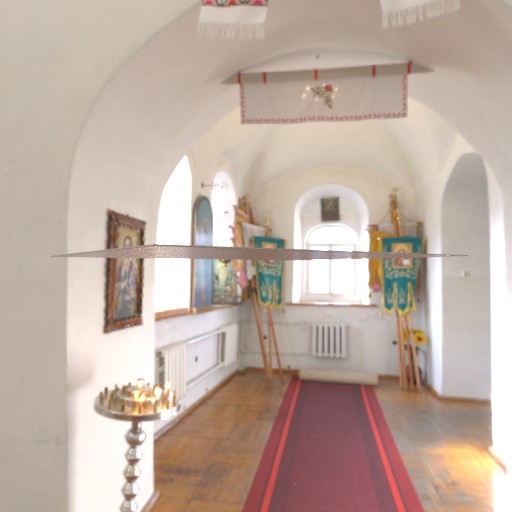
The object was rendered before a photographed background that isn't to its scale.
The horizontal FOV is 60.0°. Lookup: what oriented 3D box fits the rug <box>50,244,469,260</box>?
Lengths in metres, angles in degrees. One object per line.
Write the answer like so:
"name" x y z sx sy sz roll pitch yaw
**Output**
"rug" 0.000 0.000 4.140 3.072 0.011 2.451 1 -2 -36
